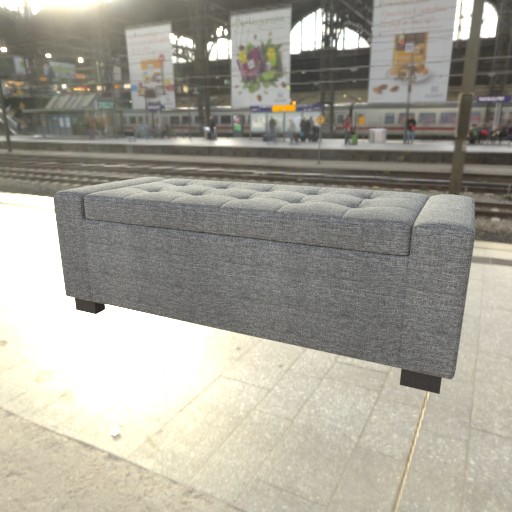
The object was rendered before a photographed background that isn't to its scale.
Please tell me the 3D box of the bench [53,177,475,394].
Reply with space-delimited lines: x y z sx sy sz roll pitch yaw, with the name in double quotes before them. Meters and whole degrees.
"bench" 0.000 0.000 1.505 1.296 0.445 0.508 8 18 24
